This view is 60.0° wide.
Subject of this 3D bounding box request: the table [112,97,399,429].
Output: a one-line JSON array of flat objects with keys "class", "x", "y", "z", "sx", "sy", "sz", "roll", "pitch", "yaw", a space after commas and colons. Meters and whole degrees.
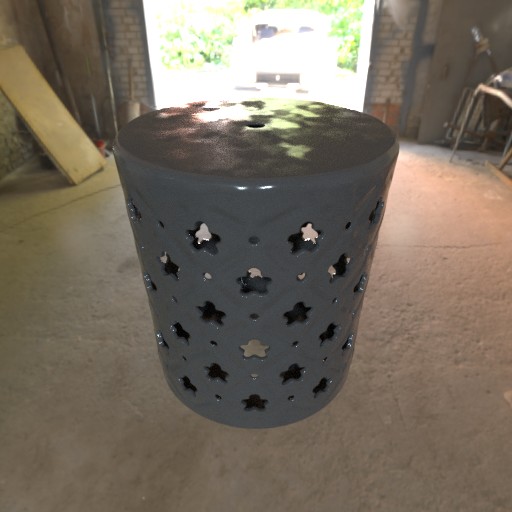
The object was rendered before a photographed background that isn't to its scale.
[{"class": "table", "x": 0.000, "y": 0.000, "z": 0.658, "sx": 0.352, "sy": 0.387, "sz": 0.352, "roll": 0, "pitch": 32, "yaw": 0}]
